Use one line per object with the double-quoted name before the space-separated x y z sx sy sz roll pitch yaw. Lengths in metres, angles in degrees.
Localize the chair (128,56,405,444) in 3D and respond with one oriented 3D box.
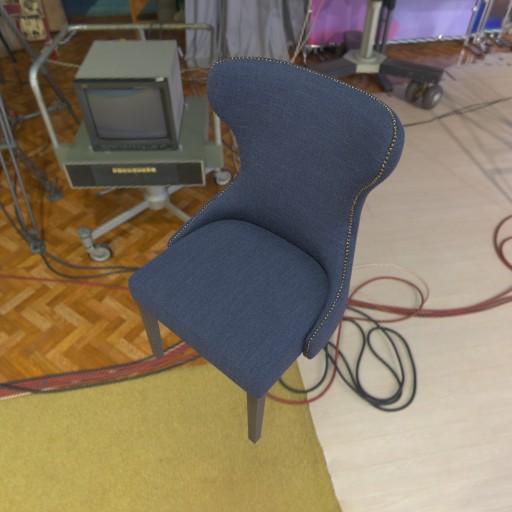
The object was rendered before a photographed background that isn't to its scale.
"chair" 0.000 0.000 1.384 0.628 0.967 0.635 32 55 26
